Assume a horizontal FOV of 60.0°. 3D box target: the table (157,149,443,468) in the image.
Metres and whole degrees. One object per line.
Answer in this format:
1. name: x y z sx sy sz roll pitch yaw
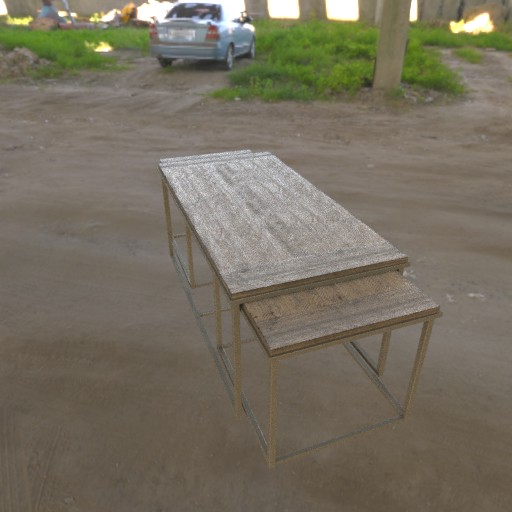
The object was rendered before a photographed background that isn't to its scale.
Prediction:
1. table: 0.000 0.000 1.568 0.489 0.427 1.312 -11 32 -18
